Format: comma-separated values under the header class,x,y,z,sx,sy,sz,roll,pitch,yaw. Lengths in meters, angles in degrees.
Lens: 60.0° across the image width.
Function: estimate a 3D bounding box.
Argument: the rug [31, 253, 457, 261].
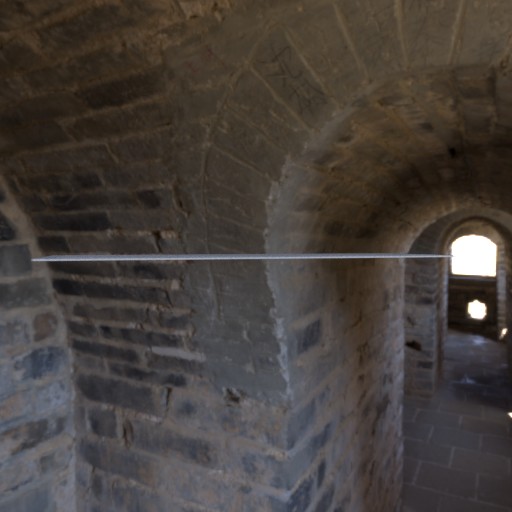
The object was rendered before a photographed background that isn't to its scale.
class,x,y,z,sx,sy,sz,roll,pitch,yaw
rug,0.000,0.000,2.779,2.430,0.012,0.759,0,1,-18
